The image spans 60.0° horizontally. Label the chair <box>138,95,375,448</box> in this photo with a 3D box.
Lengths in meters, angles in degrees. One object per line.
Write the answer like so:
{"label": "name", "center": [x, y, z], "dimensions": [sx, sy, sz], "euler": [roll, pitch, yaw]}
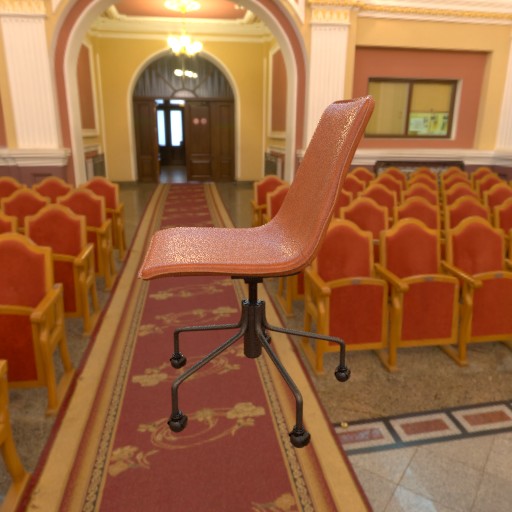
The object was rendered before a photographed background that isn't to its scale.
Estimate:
{"label": "chair", "center": [0.000, 0.000, 1.359], "dimensions": [0.660, 0.920, 0.651], "euler": [-2, 16, -8]}
